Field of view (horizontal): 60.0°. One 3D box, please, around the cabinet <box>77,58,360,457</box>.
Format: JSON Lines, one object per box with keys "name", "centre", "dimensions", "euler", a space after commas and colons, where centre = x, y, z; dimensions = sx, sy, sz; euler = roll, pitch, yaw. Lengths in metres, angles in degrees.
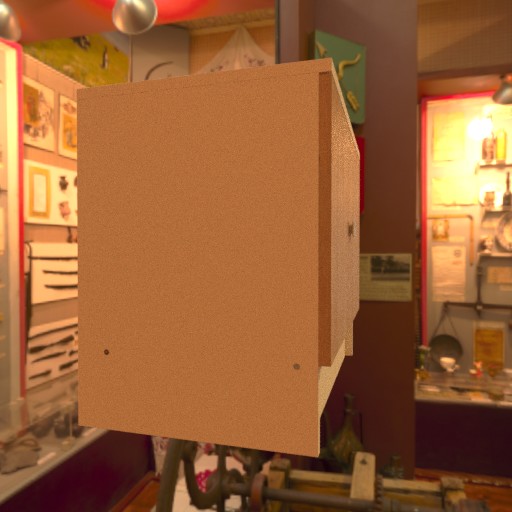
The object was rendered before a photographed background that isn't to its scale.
{"name": "cabinet", "centre": [0.000, 0.000, 0.917], "dimensions": [0.400, 0.522, 0.600], "euler": [0, 1, 17]}
